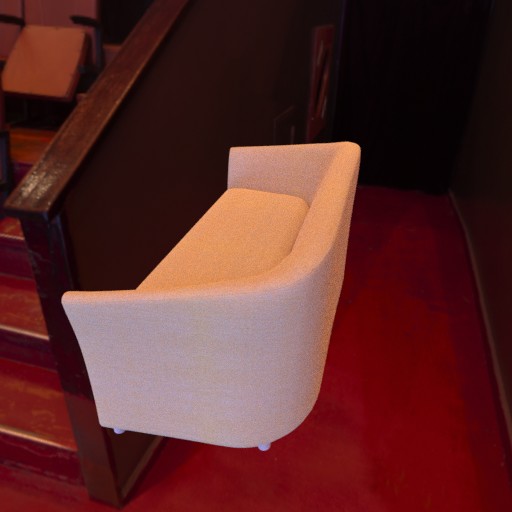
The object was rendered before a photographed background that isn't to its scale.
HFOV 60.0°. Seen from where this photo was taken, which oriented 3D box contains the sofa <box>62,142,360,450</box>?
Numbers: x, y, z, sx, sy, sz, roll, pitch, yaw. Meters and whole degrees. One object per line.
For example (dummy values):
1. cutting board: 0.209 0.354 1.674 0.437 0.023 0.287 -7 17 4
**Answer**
1. sofa: 0.000 0.000 1.822 0.705 0.721 1.452 8 31 14
